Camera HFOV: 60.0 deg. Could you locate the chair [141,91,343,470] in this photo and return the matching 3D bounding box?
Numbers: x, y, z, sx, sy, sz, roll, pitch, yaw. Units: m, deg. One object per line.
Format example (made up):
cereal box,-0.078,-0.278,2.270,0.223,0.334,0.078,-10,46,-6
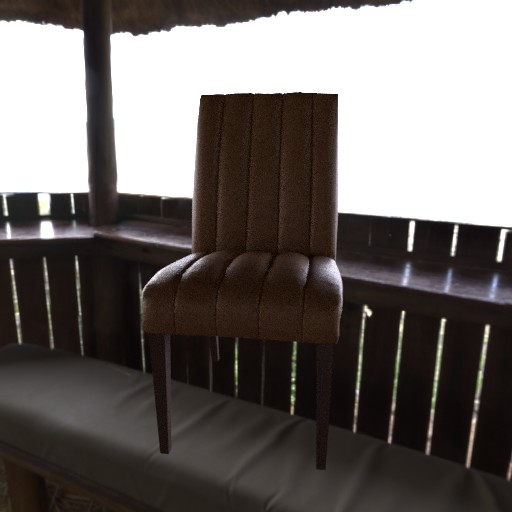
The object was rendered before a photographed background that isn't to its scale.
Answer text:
chair,0.000,0.000,1.356,0.511,1.016,0.647,2,13,8
